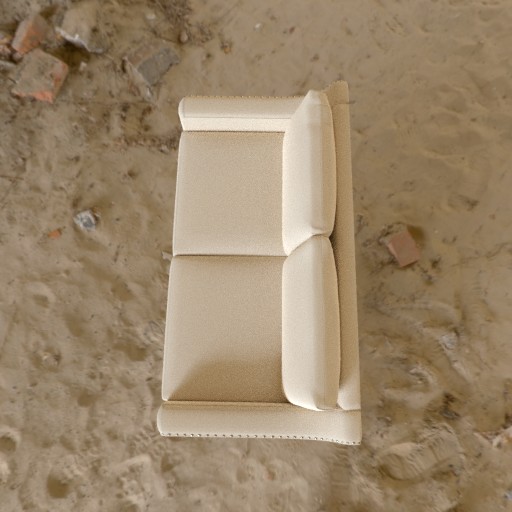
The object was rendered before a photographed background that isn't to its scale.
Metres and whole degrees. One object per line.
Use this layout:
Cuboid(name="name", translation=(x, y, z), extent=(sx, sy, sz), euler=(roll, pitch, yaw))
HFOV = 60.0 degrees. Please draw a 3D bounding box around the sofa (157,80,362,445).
Cuboid(name="sofa", translation=(0.000, 0.000, 2.402), extent=(0.949, 0.830, 1.812), euler=(1, 75, 0))
